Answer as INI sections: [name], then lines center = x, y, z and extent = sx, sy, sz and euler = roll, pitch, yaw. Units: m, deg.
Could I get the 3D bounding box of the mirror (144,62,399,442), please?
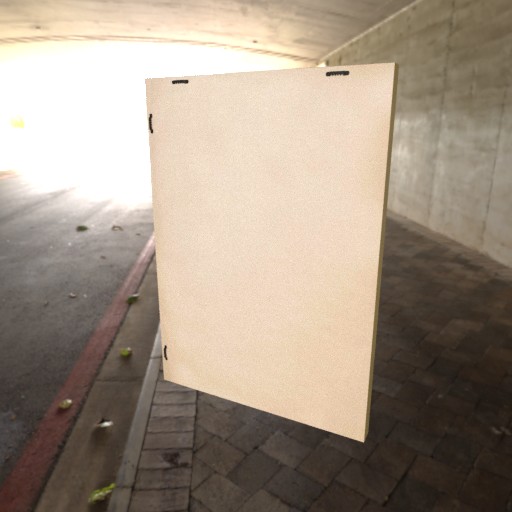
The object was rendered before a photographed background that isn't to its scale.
[mirror]
center = 0.000, 0.000, 0.920
extent = 0.507, 0.710, 0.040
euler = 8, 18, 26
